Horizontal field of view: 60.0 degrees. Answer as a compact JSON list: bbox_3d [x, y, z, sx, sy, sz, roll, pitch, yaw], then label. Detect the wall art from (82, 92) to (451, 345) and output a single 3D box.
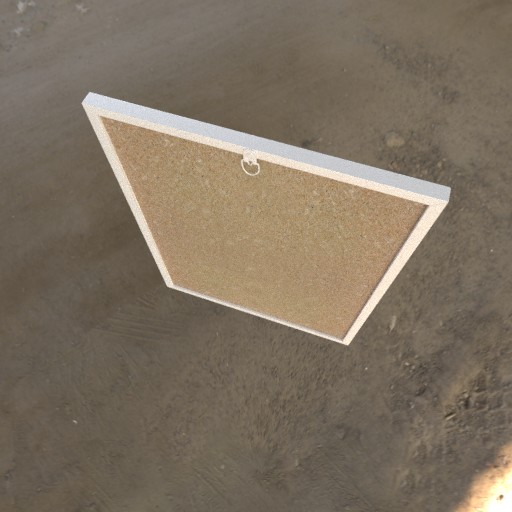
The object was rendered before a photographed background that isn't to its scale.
[{"bbox_3d":[0.000,0.000,1.402,0.805,1.056,0.042,17,65,8],"label":"wall art"}]
